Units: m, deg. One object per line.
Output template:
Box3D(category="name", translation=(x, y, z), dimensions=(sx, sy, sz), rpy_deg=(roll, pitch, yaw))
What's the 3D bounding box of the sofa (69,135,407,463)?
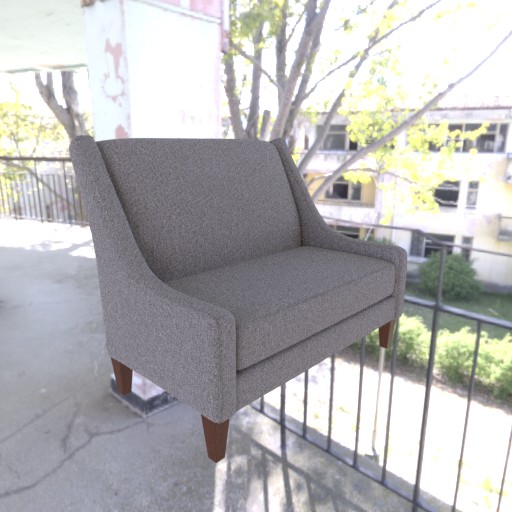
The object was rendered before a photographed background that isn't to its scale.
Box3D(category="sofa", translation=(0.000, 0.000, 1.961), dimensions=(0.862, 1.026, 1.242), rpy_deg=(13, 19, 42))
